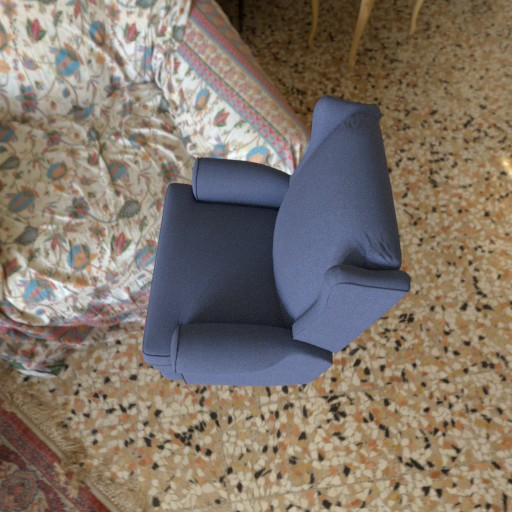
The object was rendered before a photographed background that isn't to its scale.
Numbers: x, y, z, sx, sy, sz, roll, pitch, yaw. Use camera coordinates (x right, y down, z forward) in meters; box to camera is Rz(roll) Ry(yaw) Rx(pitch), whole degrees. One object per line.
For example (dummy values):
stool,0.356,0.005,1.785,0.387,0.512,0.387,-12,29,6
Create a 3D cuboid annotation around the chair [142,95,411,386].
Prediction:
chair,0.000,0.000,1.795,0.877,1.020,0.971,1,59,1
